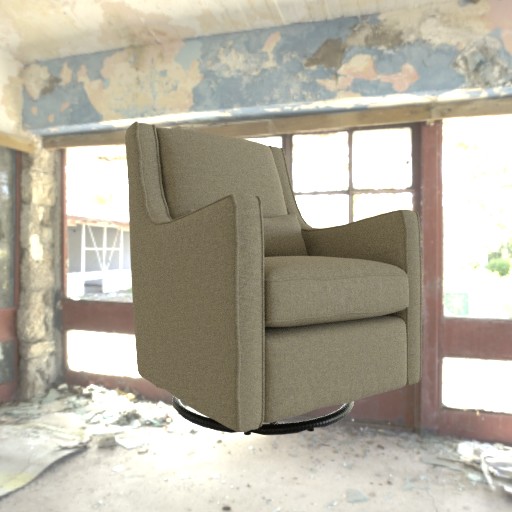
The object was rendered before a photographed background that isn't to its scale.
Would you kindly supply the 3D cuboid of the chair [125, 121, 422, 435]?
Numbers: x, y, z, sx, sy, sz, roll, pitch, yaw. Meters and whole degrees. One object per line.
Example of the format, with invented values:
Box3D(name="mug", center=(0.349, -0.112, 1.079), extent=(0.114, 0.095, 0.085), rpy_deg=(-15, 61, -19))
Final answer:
Box3D(name="chair", center=(0.000, 0.000, 1.554), extent=(0.732, 0.993, 0.879), rpy_deg=(0, 0, -36))
